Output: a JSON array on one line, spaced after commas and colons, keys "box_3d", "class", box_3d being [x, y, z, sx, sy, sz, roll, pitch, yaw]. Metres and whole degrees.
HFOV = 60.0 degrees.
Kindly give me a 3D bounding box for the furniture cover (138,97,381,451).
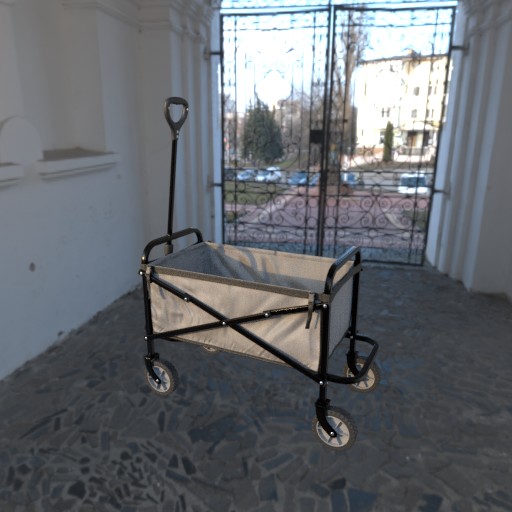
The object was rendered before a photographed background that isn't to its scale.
[{"box_3d": [0.000, 0.000, 1.879, 1.038, 1.295, 0.532, 8, 18, 25], "class": "furniture cover"}]
